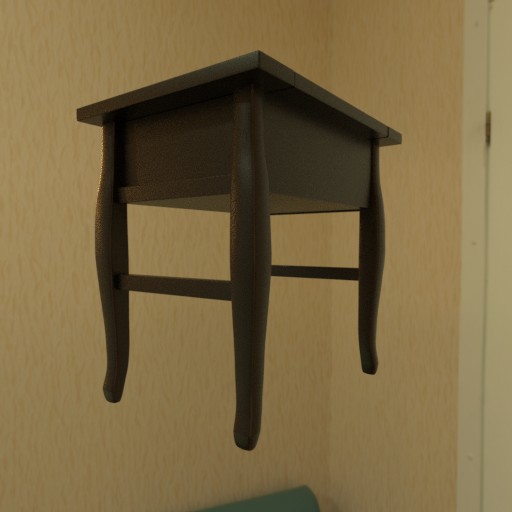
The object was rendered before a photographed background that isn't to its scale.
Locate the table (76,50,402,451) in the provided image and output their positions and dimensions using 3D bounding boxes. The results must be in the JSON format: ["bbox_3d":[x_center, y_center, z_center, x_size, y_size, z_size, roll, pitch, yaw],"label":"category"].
[{"bbox_3d":[0.000,0.000,1.009,0.460,0.604,0.602,1,2,37],"label":"table"}]
